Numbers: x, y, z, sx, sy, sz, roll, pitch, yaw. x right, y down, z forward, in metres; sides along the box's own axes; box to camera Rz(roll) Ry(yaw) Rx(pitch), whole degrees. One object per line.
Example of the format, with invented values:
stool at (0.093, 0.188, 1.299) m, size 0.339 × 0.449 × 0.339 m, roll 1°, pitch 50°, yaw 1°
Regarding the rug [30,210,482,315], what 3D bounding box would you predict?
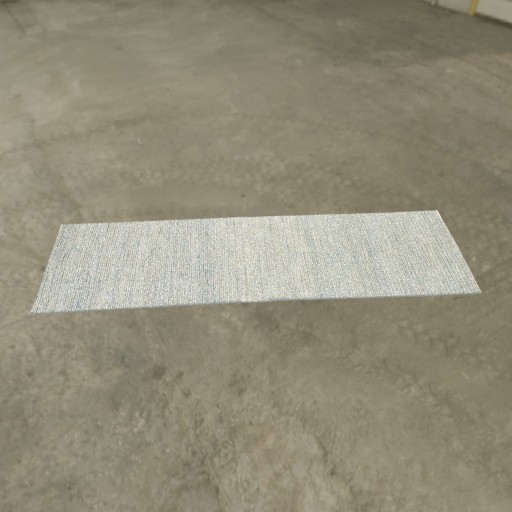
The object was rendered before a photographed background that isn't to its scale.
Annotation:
rug at (0.000, 0.000, 2.509) m, size 2.341 × 0.037 × 0.675 m, roll -2°, pitch 45°, yaw -2°
